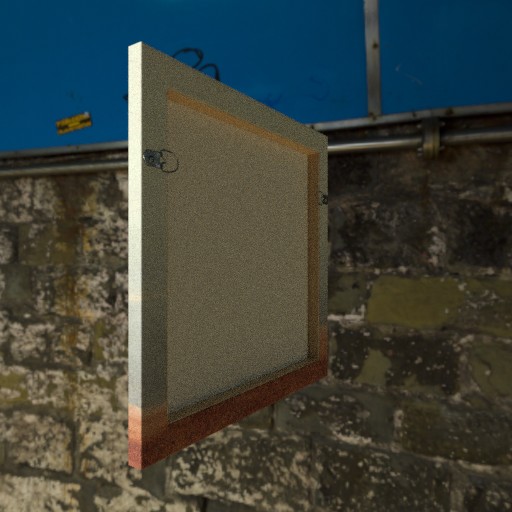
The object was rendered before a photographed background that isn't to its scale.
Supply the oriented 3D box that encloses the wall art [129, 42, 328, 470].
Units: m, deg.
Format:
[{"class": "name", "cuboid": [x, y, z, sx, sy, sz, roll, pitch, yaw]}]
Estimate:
[{"class": "wall art", "cuboid": [0.000, 0.000, 0.881, 0.034, 0.605, 0.605, 0, 0, 35]}]
